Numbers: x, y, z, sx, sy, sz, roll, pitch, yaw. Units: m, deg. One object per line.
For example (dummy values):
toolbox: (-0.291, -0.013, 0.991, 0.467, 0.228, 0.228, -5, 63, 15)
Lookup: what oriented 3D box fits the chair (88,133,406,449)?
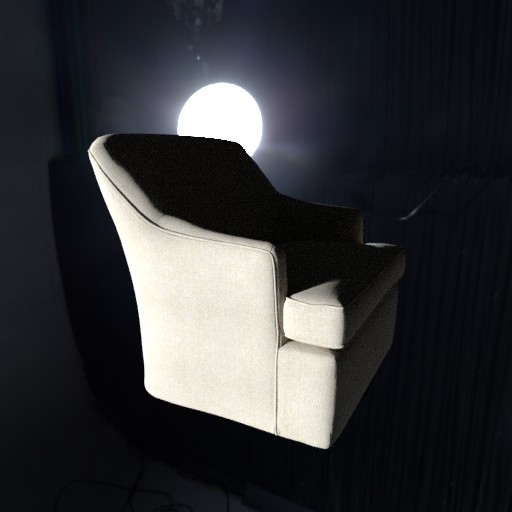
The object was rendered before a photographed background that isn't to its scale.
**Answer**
chair: (0.000, 0.000, 1.592, 0.923, 0.856, 0.864, 7, 16, 28)
